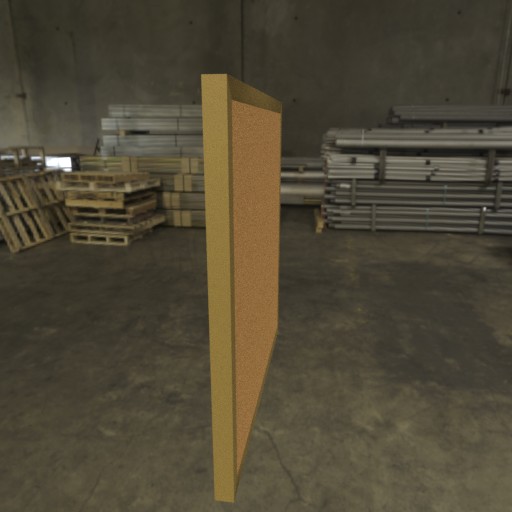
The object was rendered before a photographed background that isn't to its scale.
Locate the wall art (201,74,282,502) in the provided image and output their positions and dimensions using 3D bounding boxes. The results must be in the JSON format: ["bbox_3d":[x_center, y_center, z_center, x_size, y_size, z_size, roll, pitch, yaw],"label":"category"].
[{"bbox_3d":[0.000,0.000,1.105,0.038,0.762,0.762,3,16,9],"label":"wall art"}]
